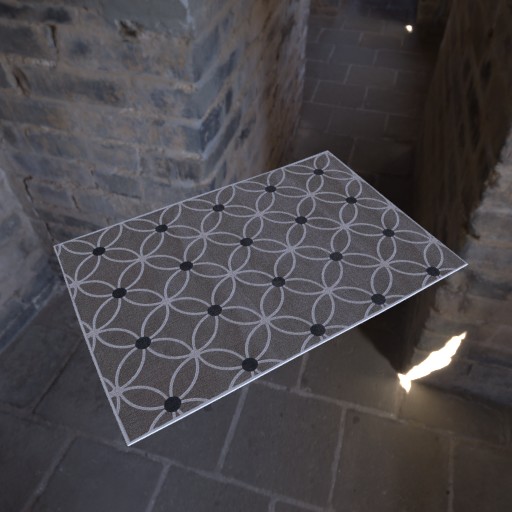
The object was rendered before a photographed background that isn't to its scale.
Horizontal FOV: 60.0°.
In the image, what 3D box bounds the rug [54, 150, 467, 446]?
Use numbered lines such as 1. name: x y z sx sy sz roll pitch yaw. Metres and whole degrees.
1. rug: 0.000 0.000 2.907 2.284 0.008 1.522 -23 51 -20
